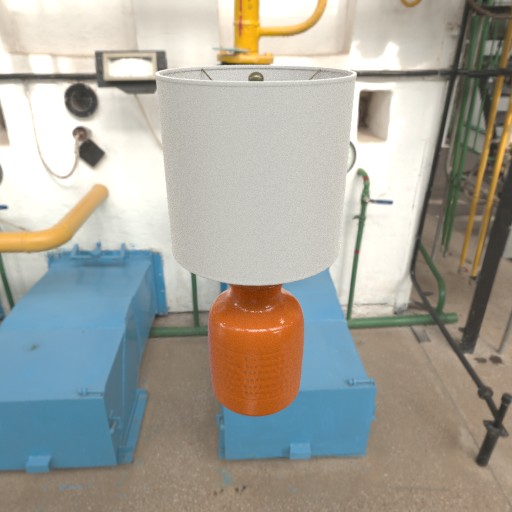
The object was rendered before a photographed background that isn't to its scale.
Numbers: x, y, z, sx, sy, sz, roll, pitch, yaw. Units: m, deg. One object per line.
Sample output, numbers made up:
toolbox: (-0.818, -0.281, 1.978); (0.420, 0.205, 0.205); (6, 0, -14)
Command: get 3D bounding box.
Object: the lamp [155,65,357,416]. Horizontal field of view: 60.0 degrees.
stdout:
lamp: (0.000, 0.000, 1.132); (0.418, 0.871, 0.418); (-1, 27, -2)
